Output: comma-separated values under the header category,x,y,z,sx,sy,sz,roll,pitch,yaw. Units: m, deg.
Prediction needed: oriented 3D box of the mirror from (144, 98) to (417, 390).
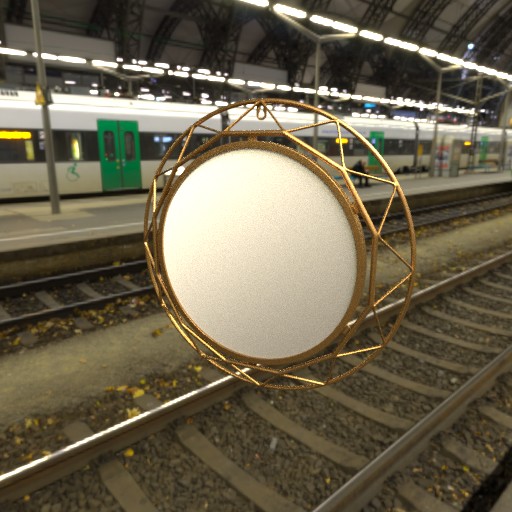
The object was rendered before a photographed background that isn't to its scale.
category,x,y,z,sx,sy,sz,roll,pitch,yaw
mirror,0.000,0.000,0.668,0.454,0.454,0.043,6,15,25
